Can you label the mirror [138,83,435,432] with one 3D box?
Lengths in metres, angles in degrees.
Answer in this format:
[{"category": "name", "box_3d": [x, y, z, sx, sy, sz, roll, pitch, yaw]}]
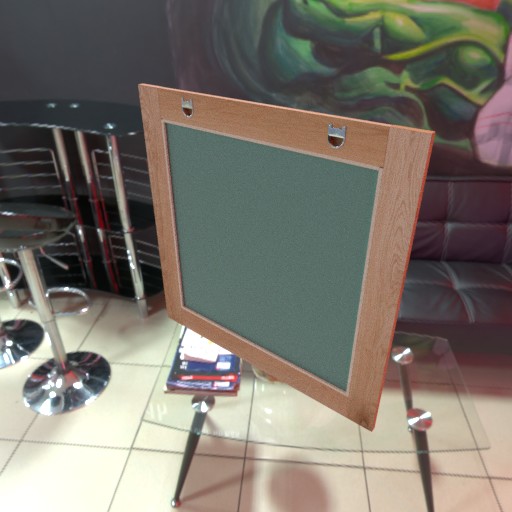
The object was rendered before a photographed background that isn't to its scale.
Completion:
[{"category": "mirror", "box_3d": [0.000, 0.000, 1.202, 0.800, 0.800, 0.020, 22, 37, 32]}]
